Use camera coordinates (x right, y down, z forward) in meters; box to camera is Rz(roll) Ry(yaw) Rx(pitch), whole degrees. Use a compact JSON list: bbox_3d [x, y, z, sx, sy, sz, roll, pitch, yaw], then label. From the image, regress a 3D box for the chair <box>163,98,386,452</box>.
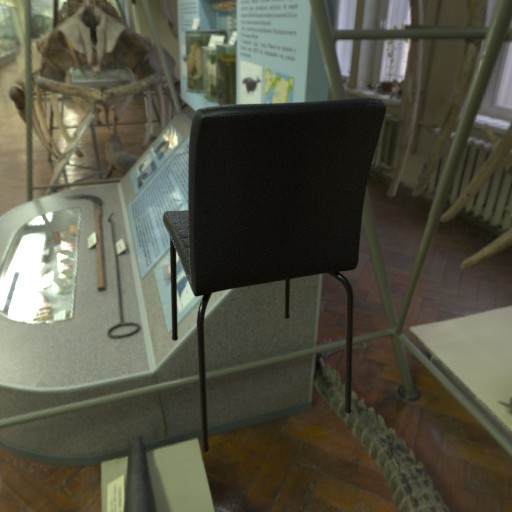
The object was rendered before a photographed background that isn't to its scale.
[{"bbox_3d":[0.000,0.000,1.206,0.450,0.872,0.572,-9,29,-16],"label":"chair"}]
